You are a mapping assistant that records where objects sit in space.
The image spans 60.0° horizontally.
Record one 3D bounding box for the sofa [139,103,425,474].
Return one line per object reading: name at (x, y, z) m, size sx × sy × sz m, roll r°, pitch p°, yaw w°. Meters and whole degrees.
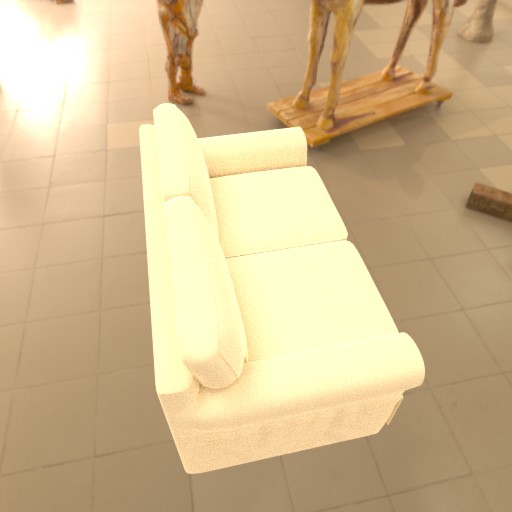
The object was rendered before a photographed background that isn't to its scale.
sofa at (0.000, 0.000, 2.238) m, size 0.991 × 0.940 × 1.727 m, roll -9°, pitch 48°, yaw -8°
